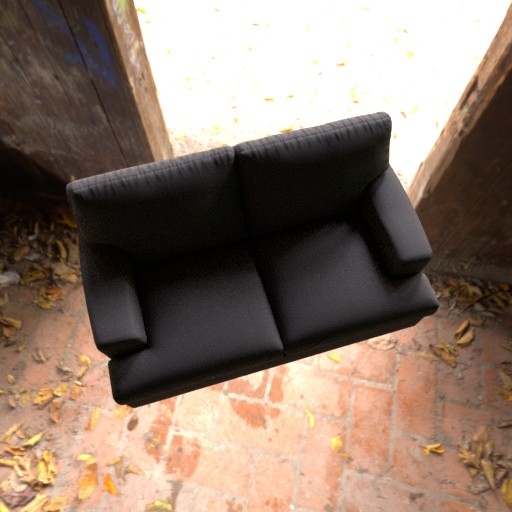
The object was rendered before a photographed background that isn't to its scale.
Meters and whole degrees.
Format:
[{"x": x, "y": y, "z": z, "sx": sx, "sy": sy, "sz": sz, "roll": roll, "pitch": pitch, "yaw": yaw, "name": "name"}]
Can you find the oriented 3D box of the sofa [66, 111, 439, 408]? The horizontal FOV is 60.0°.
[{"x": 0.000, "y": 0.000, "z": 2.517, "sx": 1.880, "sy": 0.940, "sz": 1.143, "roll": -15, "pitch": 65, "yaw": -7, "name": "sofa"}]
